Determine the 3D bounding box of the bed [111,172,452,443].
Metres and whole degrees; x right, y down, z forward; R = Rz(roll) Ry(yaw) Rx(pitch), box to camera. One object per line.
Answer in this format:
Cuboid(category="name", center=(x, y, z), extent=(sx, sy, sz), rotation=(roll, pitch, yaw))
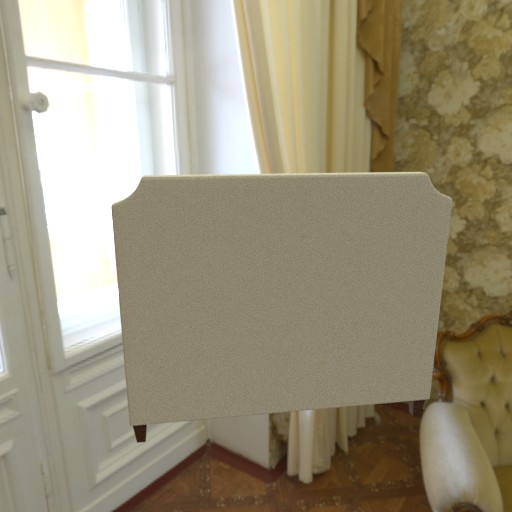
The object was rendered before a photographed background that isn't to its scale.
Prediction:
Cuboid(category="bed", center=(0.000, 0.000, 3.398), extent=(1.703, 1.415, 2.329), rotation=(-2, 15, -8))
